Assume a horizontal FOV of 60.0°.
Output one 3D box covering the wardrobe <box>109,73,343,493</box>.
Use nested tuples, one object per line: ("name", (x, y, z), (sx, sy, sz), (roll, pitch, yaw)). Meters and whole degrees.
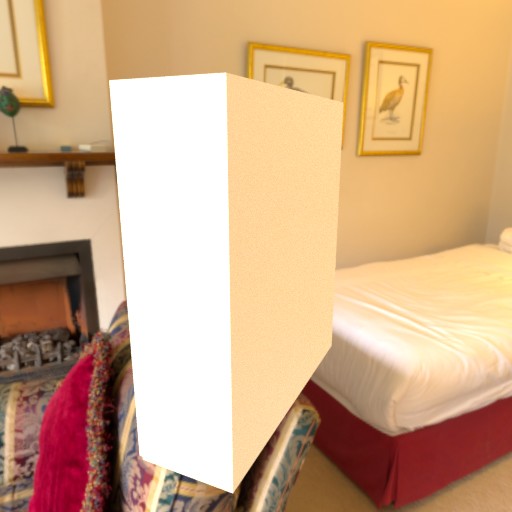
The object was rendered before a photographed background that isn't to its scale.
("wardrobe", (0.000, 0.000, 2.938), (0.600, 2.020, 1.830), (7, 17, 24))
